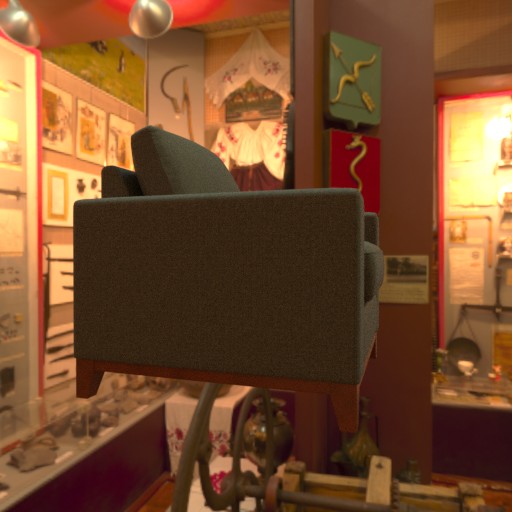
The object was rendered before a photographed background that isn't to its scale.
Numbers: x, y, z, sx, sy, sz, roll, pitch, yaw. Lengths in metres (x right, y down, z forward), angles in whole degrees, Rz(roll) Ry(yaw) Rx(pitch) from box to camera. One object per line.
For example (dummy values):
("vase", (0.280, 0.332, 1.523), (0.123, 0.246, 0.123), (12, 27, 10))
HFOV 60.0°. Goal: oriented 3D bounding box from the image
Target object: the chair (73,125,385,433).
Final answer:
("chair", (0.000, 0.000, 1.887), (1.038, 1.010, 1.024), (0, 1, 18))
